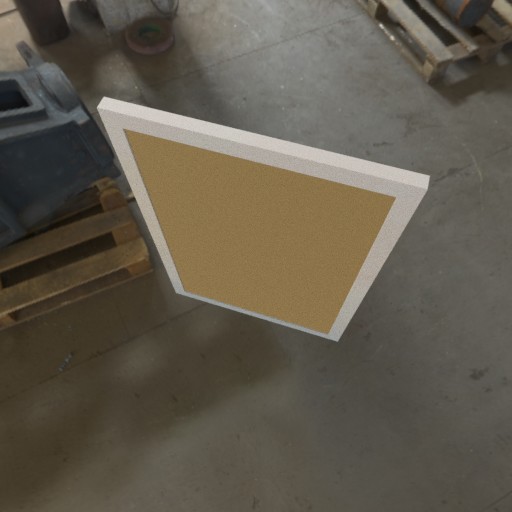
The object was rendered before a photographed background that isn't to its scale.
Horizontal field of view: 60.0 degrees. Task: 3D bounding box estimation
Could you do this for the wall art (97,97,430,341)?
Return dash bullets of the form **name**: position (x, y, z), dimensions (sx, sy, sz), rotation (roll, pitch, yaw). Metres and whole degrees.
- **wall art**: position (0.000, 0.000, 1.495), dimensions (0.764, 1.143, 0.038), rotation (16, 64, 8)
